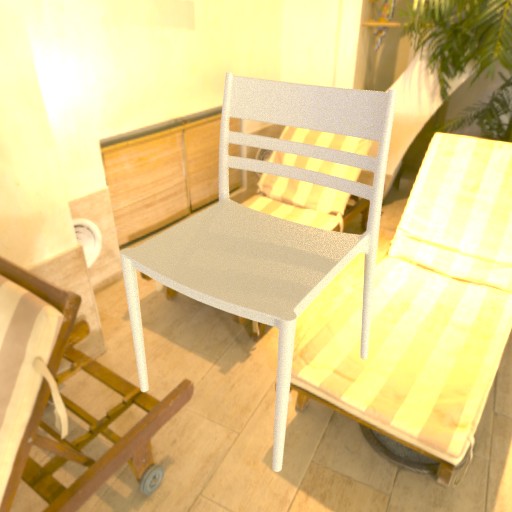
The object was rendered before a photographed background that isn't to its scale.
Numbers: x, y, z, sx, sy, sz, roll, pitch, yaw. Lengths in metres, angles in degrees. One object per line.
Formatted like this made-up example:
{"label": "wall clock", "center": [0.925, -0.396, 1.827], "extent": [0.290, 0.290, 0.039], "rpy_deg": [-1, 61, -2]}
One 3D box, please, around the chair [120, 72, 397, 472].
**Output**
{"label": "chair", "center": [0.000, 0.000, 1.143], "extent": [0.531, 0.800, 0.511], "rpy_deg": [19, 35, 28]}
